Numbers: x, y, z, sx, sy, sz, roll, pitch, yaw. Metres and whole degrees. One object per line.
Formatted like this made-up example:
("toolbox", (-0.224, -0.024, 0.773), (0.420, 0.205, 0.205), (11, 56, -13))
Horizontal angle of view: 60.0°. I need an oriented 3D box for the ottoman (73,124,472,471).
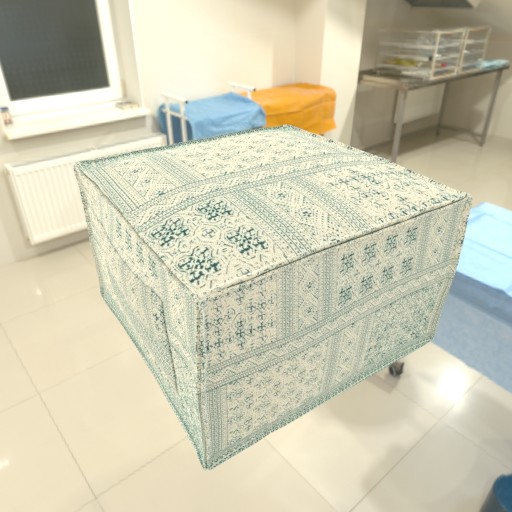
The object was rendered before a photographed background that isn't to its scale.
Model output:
("ottoman", (0.000, 0.000, 1.024), (0.626, 0.439, 0.617), (-19, 37, -28))
